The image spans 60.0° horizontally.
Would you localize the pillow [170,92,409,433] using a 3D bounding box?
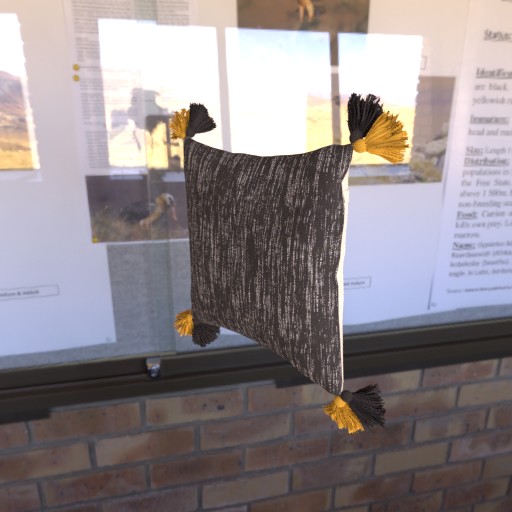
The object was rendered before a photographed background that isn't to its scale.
[{"bbox_3d":[0.000,0.000,0.964,0.139,0.659,0.654,-17,24,-42],"label":"pillow"}]
